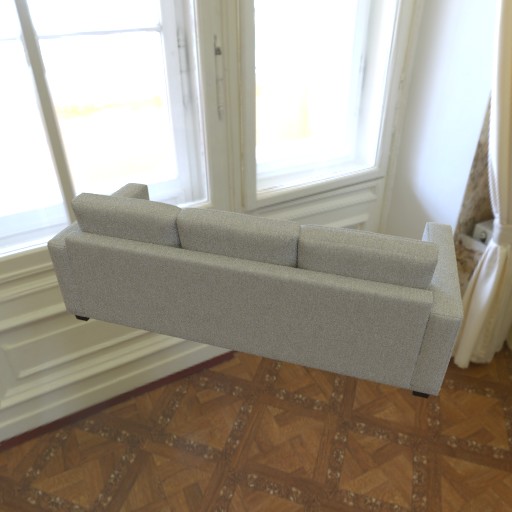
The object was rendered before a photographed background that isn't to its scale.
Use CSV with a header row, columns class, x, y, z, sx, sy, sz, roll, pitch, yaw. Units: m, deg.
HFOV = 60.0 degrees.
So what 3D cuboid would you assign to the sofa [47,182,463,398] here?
class,x,y,z,sx,sy,sz,roll,pitch,yaw
sofa,0.000,0.000,2.568,2.120,0.800,0.900,9,34,14
